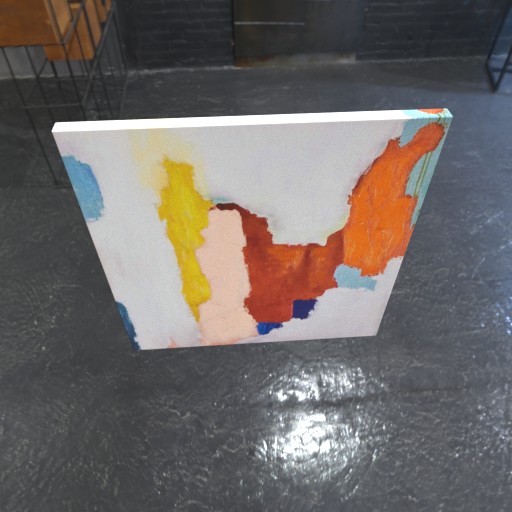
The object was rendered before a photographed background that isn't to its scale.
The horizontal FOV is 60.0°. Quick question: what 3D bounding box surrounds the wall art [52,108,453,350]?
[{"bbox_3d":[0.000,0.000,1.502,1.017,1.017,0.044,-3,47,-3],"label":"wall art"}]
